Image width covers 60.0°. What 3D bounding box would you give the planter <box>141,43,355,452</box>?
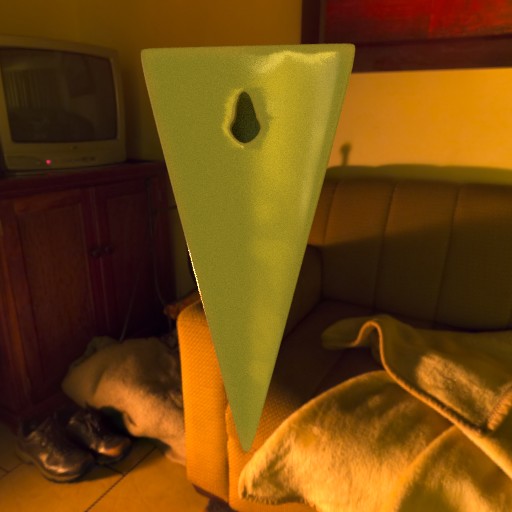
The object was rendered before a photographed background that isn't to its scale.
[{"bbox_3d":[0.000,0.000,0.216,0.080,0.178,0.064,2,17,8],"label":"planter"}]
